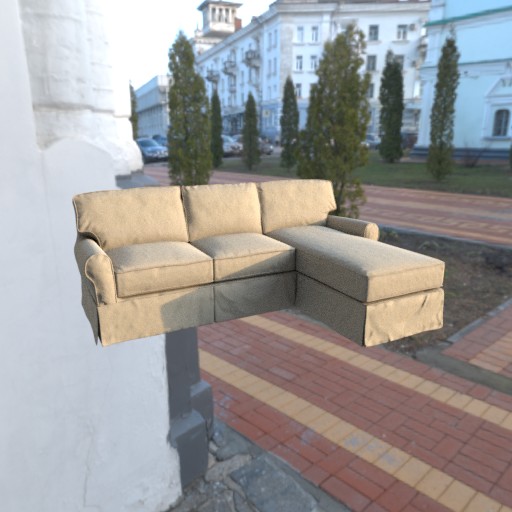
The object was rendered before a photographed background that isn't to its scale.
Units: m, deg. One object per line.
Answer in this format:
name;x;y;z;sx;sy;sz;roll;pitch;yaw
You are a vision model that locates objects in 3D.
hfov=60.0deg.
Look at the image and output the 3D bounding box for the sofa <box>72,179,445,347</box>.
sofa;0.000;0.000;3.398;2.475;0.978;1.733;-8;17;-26
